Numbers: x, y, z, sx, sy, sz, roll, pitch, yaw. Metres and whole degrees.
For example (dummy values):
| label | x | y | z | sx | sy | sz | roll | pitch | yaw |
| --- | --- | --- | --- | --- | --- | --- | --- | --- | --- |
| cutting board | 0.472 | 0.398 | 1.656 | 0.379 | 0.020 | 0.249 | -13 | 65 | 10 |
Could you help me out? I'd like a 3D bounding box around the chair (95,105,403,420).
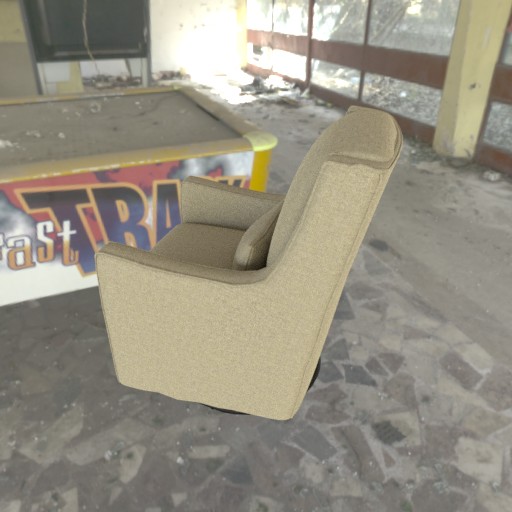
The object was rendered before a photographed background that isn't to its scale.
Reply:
| label | x | y | z | sx | sy | sz | roll | pitch | yaw |
| --- | --- | --- | --- | --- | --- | --- | --- | --- | --- |
| chair | 0.000 | 0.000 | 1.606 | 0.879 | 0.993 | 0.732 | 8 | 31 | 13 |
